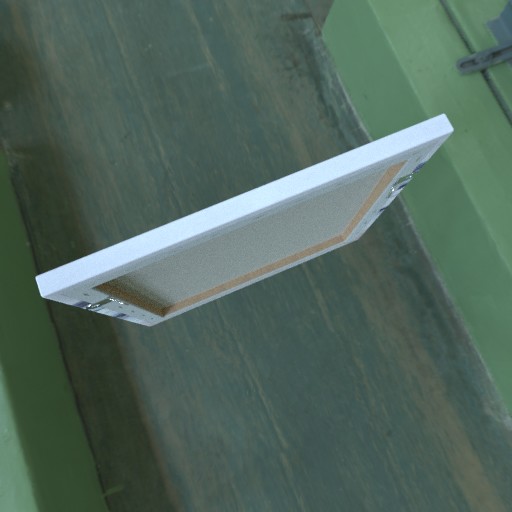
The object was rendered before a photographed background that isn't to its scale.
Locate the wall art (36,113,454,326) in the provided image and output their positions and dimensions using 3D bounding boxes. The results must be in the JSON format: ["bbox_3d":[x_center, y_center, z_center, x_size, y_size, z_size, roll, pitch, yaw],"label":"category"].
[{"bbox_3d":[0.000,0.000,1.109,0.755,0.747,0.065,-22,78,-5],"label":"wall art"}]
